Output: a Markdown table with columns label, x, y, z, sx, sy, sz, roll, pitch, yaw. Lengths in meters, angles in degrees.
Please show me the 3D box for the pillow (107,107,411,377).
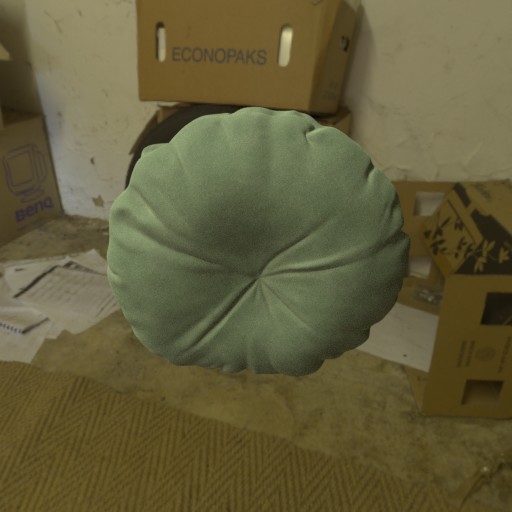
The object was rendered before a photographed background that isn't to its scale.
| label | x | y | z | sx | sy | sz | roll | pitch | yaw |
| --- | --- | --- | --- | --- | --- | --- | --- | --- | --- |
| pillow | 0.000 | 0.000 | 0.634 | 0.428 | 0.407 | 0.148 | 0 | 29 | -1 |
